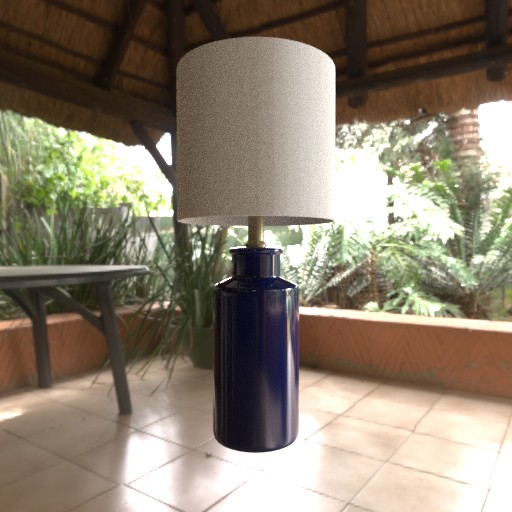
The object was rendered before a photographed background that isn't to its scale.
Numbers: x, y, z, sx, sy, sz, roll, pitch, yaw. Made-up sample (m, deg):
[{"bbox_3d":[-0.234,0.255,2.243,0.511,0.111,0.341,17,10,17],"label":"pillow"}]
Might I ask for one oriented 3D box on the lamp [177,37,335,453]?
[{"bbox_3d":[0.000,0.000,0.604,0.212,0.493,0.212,0,1,34],"label":"lamp"}]
